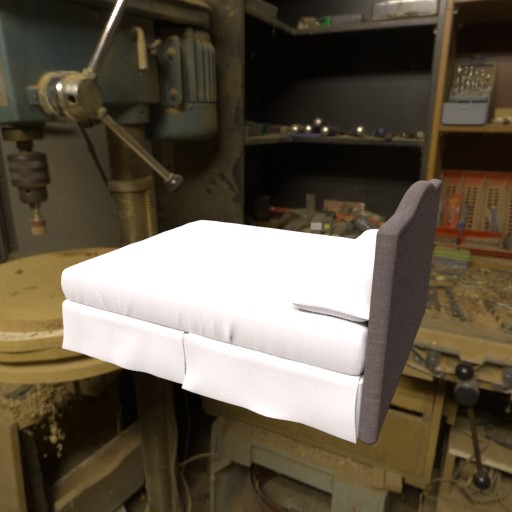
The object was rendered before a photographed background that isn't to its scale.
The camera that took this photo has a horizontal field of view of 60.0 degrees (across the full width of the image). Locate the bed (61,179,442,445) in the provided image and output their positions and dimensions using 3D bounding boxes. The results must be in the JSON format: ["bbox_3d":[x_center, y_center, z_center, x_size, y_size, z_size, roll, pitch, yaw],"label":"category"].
[{"bbox_3d":[0.000,0.000,3.879,2.689,1.457,2.161,9,20,26],"label":"bed"}]
